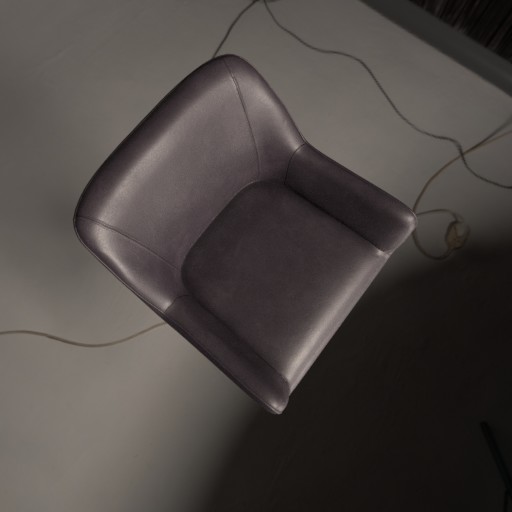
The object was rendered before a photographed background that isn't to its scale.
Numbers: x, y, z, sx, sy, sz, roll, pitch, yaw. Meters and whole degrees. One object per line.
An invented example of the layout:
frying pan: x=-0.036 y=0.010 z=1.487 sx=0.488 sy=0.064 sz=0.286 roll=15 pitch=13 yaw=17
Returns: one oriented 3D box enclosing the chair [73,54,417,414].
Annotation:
chair: x=0.000 y=0.000 z=1.259 sx=0.610 sy=0.828 sz=0.610 roll=37 pitch=78 yaw=9
